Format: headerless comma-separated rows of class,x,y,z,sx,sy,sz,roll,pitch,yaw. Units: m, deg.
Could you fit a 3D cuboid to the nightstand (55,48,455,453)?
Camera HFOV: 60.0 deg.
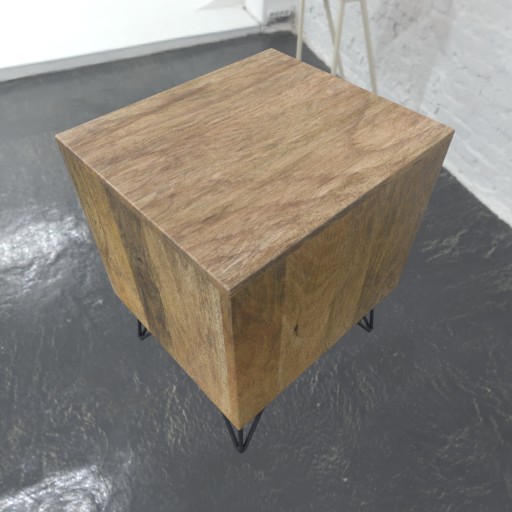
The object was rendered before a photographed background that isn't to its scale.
nightstand,0.000,0.000,0.877,0.457,0.559,0.406,-35,56,-27
